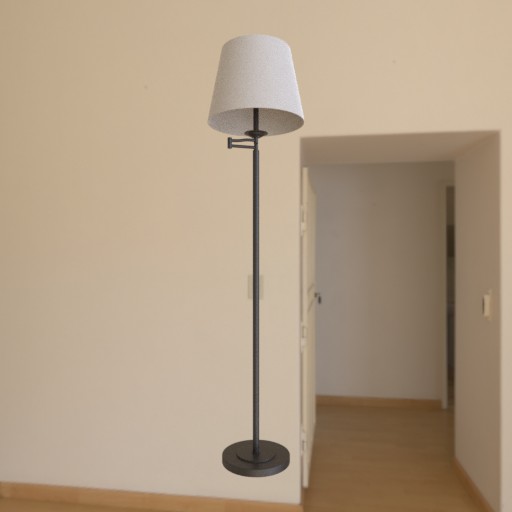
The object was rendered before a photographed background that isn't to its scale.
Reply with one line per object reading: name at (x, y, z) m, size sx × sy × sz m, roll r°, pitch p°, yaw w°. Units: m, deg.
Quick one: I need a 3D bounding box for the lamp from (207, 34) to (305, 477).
lamp at (0.000, 0.000, 1.595) m, size 0.348 × 1.473 × 0.348 m, roll 0°, pitch 0°, yaw -17°
